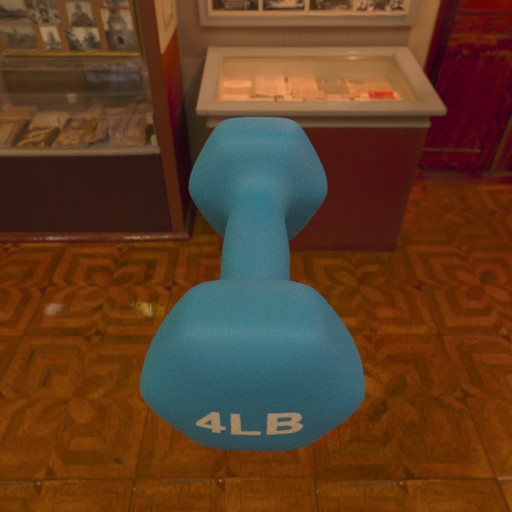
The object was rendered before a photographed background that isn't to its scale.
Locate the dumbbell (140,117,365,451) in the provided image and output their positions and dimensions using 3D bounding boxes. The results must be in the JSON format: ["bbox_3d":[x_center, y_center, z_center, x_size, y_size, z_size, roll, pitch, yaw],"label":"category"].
[{"bbox_3d":[0.000,0.000,0.190,0.074,0.066,0.152,1,41,1],"label":"dumbbell"}]
